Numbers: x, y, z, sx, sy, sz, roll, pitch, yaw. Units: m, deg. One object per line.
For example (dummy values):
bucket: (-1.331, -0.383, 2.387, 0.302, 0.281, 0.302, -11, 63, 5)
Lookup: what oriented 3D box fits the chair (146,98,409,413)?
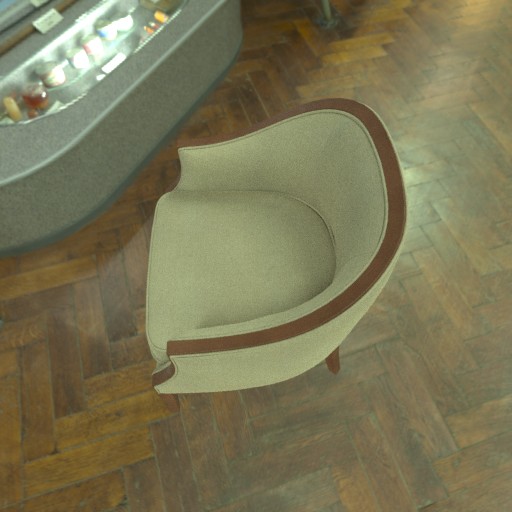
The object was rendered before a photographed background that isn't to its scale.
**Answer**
chair: (0.000, 0.000, 1.471, 0.735, 0.876, 0.803, -3, 58, -2)
